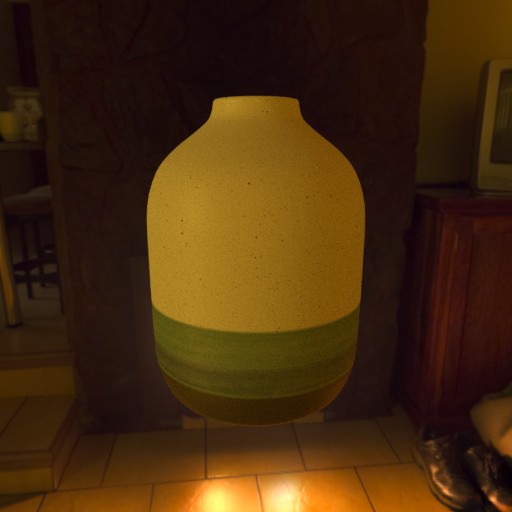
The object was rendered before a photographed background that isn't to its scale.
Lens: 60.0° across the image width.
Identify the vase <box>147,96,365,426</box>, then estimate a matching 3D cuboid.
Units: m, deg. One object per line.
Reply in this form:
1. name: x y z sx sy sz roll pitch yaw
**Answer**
1. vase: 0.000 0.000 0.361 0.169 0.240 0.169 0 14 0
